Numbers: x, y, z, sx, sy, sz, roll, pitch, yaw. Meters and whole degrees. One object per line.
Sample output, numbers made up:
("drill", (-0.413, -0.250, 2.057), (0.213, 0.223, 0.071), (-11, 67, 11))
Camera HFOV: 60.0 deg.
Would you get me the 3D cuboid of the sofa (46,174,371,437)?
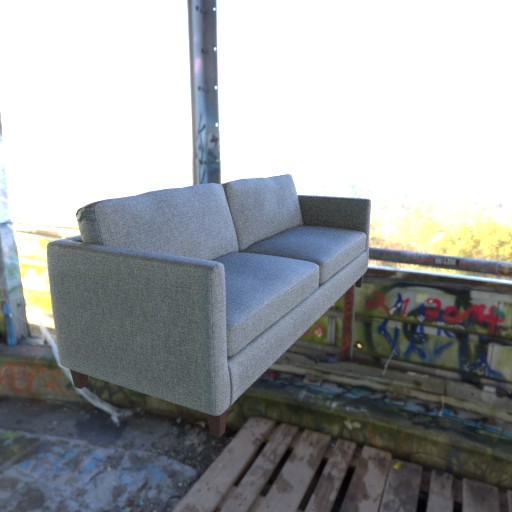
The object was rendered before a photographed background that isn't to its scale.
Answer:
("sofa", (0.000, 0.000, 2.903), (0.948, 0.951, 2.434), (7, 16, 27))
